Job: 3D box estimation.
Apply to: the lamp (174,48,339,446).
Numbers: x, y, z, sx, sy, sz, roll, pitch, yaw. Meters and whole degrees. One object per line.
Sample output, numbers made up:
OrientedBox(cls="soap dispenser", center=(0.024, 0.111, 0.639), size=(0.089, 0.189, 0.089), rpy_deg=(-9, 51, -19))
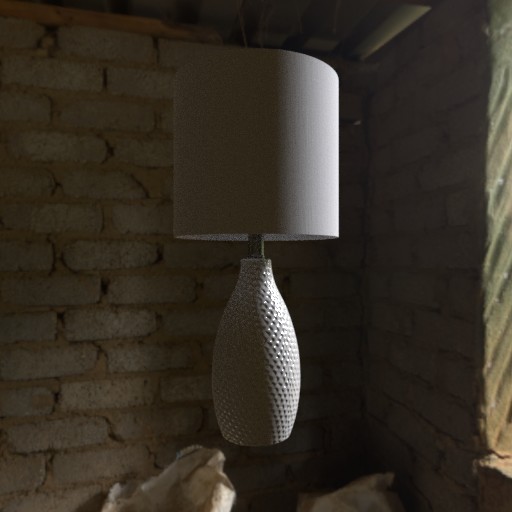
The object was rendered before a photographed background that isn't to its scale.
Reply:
OrientedBox(cls="lamp", center=(0.000, 0.000, 0.587), size=(0.214, 0.466, 0.214), rpy_deg=(0, 0, 35))
